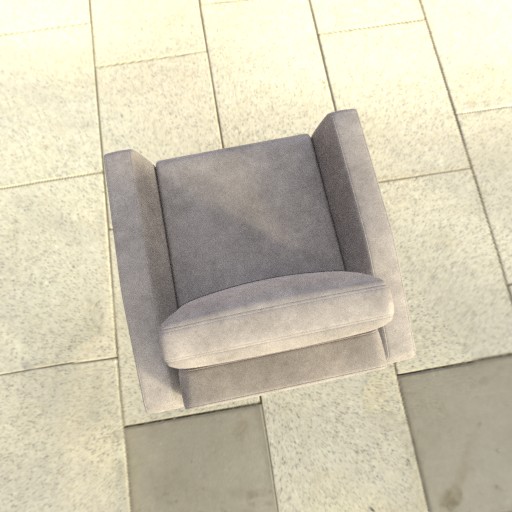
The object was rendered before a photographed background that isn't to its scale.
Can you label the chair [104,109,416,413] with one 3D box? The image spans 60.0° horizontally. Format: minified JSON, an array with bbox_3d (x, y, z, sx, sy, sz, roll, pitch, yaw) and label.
[{"bbox_3d":[0.000,0.000,1.549,0.900,0.800,0.900,-11,76,-3],"label":"chair"}]
